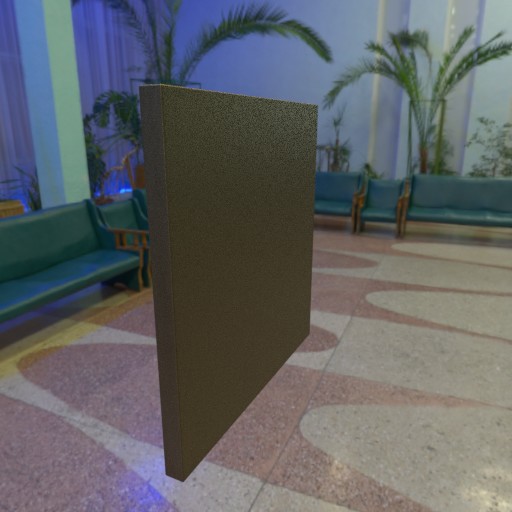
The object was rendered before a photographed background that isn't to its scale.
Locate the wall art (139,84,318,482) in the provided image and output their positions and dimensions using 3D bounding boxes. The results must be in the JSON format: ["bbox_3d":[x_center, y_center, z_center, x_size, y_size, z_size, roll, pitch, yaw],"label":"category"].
[{"bbox_3d":[0.000,0.000,0.753,0.031,0.506,0.503,8,18,25],"label":"wall art"}]
